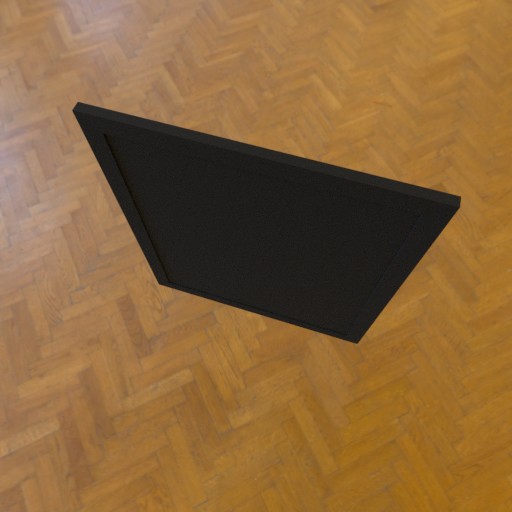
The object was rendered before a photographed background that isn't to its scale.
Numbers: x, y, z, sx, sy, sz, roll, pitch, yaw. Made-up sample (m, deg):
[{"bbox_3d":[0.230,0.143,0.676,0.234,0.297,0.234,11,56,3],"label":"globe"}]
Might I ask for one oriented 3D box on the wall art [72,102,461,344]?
[{"bbox_3d":[0.000,0.000,0.503,0.311,0.361,0.010,16,64,8],"label":"wall art"}]
